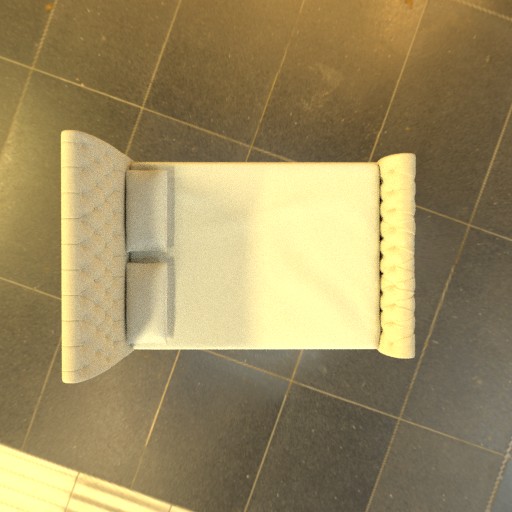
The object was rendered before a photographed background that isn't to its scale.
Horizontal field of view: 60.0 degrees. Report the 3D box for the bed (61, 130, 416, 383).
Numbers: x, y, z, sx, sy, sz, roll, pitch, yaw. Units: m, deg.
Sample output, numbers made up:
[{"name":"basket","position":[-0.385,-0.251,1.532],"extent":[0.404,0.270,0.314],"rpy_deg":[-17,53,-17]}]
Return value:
[{"name":"bed","position":[0.000,0.000,3.430],"extent":[2.493,1.268,1.606],"rpy_deg":[0,91,0]}]
